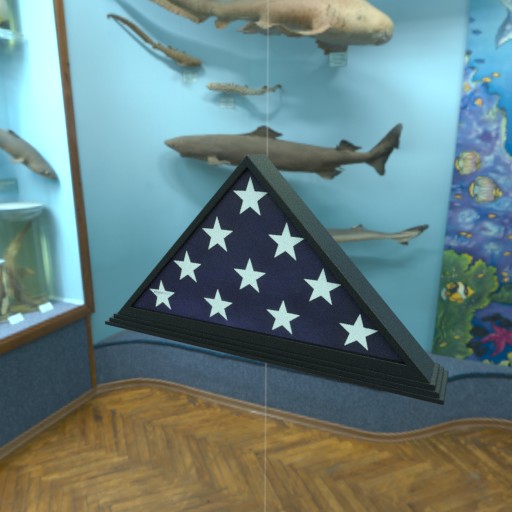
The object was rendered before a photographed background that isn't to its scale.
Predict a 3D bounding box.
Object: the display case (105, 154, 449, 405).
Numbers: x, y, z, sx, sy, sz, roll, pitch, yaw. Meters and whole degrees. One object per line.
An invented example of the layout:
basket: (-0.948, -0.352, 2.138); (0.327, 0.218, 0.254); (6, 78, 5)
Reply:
display case: (0.000, 0.000, 0.763); (0.640, 0.340, 0.095); (7, 16, 26)
